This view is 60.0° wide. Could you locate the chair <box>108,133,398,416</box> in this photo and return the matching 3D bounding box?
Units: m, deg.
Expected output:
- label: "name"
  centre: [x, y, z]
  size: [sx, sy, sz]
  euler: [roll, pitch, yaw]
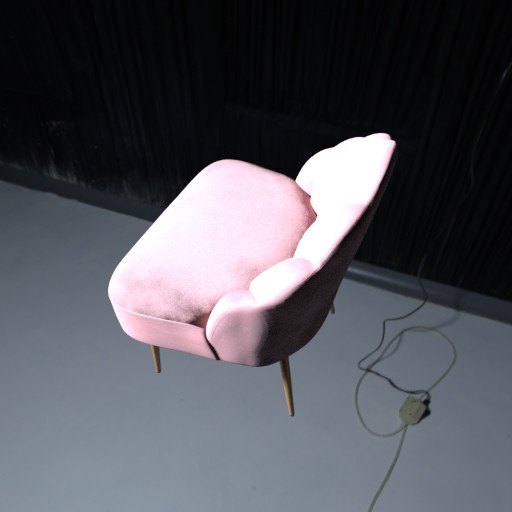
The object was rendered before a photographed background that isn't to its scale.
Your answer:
- label: "chair"
  centre: [0.000, 0.000, 1.242]
  size: [0.599, 0.819, 0.657]
  euler: [18, 49, 16]
